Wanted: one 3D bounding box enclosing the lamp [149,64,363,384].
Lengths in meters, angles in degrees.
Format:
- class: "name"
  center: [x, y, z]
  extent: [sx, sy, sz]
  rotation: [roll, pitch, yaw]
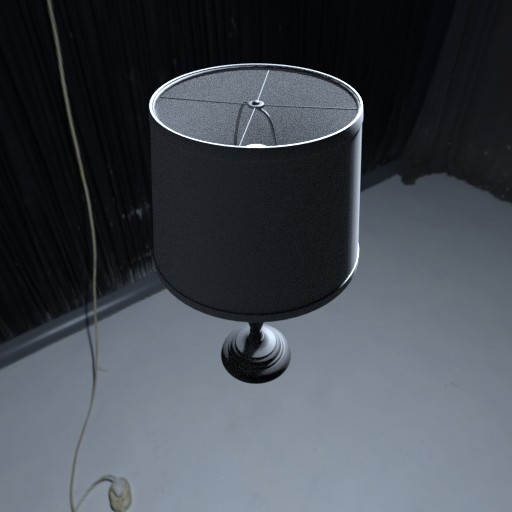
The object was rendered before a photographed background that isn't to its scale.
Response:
- class: "lamp"
  center: [0.000, 0.000, 0.695]
  extent: [0.310, 0.501, 0.310]
  rotation: [0, 41, 0]
